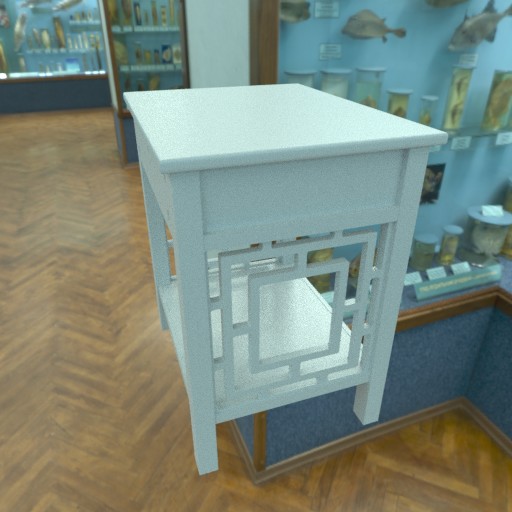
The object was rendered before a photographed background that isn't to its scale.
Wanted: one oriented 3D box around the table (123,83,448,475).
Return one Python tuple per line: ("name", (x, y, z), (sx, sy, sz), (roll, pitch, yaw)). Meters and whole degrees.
("table", (0.000, 0.000, 1.004), (0.451, 0.646, 0.564), (-10, 30, -17))
